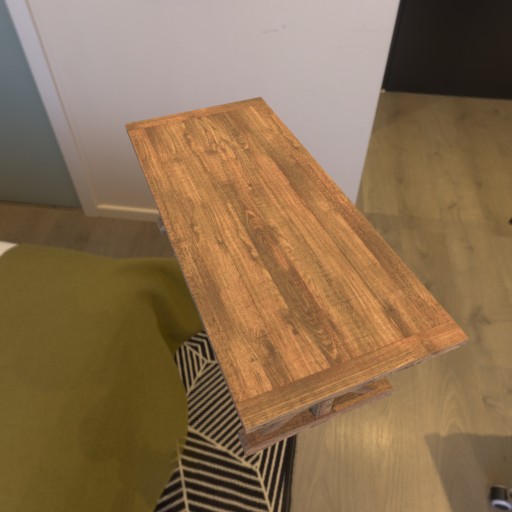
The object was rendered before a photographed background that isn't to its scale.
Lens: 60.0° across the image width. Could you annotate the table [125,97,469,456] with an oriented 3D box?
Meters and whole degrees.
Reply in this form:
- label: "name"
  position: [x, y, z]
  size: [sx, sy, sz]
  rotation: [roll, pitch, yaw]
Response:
- label: "table"
  position: [0.000, 0.000, 2.462]
  size: [0.907, 0.733, 2.031]
  rotation: [-17, 49, -15]
